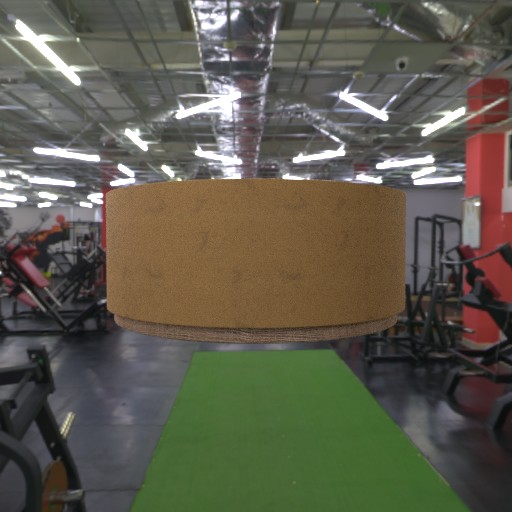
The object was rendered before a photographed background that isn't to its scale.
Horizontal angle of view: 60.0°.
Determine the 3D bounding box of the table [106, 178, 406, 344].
[{"bbox_3d":[0.000,0.000,1.565,1.001,0.409,1.001,0,2,0],"label":"table"}]
